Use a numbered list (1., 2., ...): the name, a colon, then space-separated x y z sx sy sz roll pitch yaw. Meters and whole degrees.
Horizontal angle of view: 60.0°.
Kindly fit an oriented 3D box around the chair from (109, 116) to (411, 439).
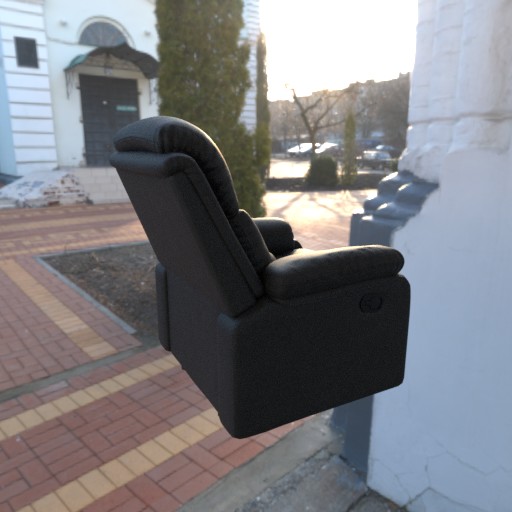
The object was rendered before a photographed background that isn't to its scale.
1. chair: 0.000 0.000 1.687 0.919 0.992 0.855 -7 16 -27
